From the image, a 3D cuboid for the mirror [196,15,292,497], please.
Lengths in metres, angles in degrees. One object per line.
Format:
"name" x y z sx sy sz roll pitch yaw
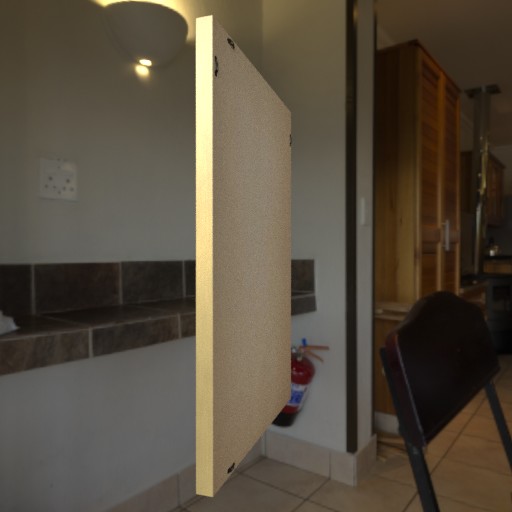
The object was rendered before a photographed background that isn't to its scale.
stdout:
"mirror" 0.000 0.000 1.134 0.040 0.915 0.609 0 0 19
